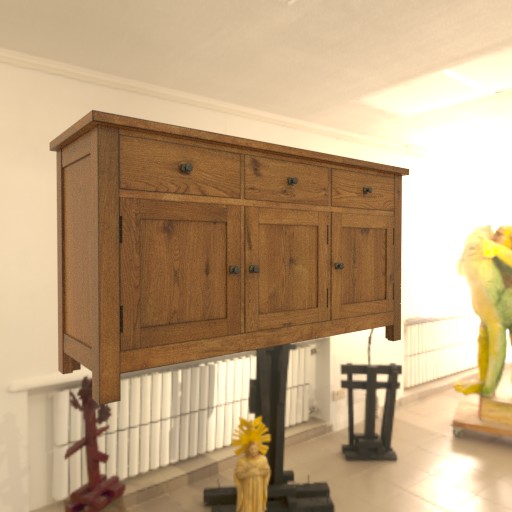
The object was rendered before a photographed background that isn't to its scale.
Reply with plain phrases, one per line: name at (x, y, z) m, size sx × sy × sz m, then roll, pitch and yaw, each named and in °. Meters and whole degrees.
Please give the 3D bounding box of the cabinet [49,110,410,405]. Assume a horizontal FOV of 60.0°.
cabinet at (0.000, 0.000, 1.835) m, size 1.474 × 0.813 × 0.480 m, roll -1°, pitch 1°, yaw -38°
